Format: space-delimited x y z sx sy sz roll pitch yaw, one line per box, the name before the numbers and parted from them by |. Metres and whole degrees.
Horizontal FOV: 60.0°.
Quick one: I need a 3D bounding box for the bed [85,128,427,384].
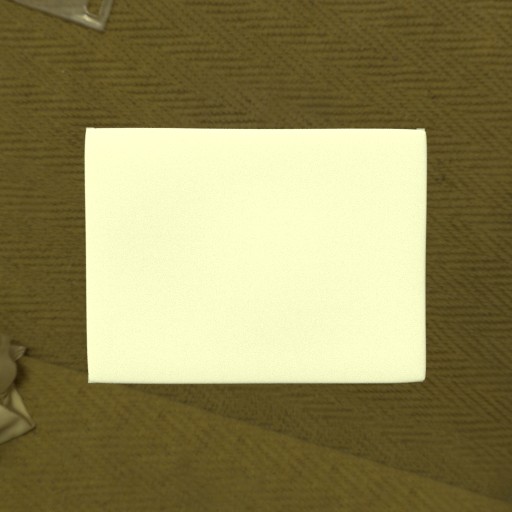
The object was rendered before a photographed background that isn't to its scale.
bed | 0.000 0.000 2.785 2.108 0.510 1.604 0 91 -1
